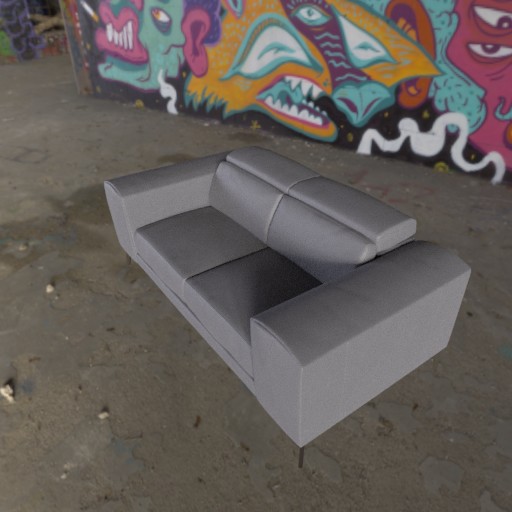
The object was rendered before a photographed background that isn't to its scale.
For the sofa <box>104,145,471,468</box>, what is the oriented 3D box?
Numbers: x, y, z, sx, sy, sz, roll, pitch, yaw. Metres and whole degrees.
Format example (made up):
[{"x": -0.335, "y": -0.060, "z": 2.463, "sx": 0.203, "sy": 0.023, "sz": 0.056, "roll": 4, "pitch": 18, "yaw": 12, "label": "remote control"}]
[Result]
[{"x": 0.000, "y": 0.000, "z": 2.447, "sx": 1.003, "sy": 0.779, "sz": 1.895, "roll": -21, "pitch": 39, "yaw": -29, "label": "sofa"}]
